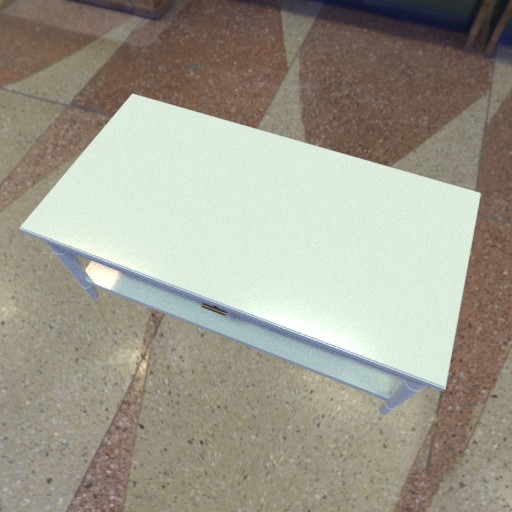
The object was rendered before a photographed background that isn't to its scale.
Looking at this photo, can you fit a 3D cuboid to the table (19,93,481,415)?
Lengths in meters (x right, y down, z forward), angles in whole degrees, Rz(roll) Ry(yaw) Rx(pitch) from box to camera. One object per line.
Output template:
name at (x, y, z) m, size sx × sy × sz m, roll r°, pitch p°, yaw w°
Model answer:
table at (0.000, 0.000, 1.341) m, size 1.067 × 0.457 × 0.559 m, roll 19°, pitch 60°, yaw 11°
